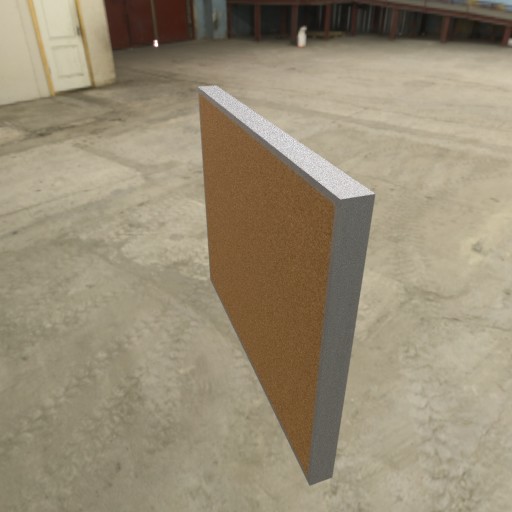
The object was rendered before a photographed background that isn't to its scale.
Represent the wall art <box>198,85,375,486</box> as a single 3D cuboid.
[{"bbox_3d":[0.000,0.000,0.752,0.037,0.450,0.557,-11,33,-17],"label":"wall art"}]
